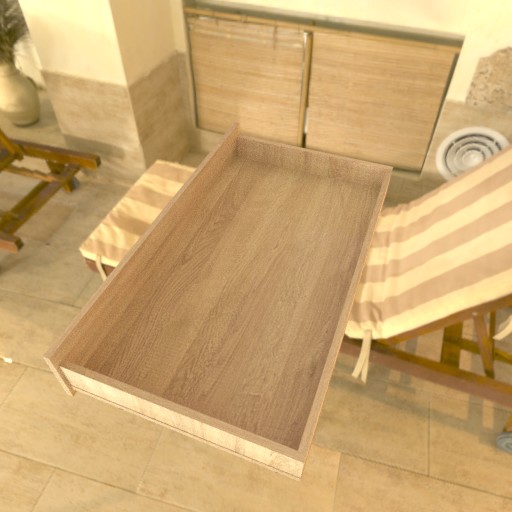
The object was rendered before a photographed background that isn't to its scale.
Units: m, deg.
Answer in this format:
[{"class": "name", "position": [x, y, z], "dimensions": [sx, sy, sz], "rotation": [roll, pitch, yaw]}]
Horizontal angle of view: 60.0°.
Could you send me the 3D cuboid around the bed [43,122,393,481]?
[{"class": "bed", "position": [0.000, 0.000, 1.467], "dimensions": [0.685, 0.209, 1.200], "rotation": [16, 48, 15]}]
